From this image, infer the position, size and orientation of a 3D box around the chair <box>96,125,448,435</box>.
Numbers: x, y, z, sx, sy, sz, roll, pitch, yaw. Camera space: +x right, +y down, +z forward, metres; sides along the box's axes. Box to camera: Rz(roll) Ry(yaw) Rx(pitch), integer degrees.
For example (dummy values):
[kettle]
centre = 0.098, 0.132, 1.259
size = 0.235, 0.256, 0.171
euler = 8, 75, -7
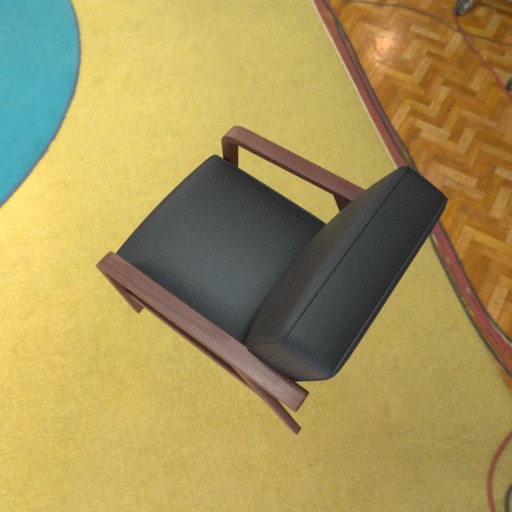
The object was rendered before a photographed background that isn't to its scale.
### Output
[chair]
centre = 0.000, 0.000, 1.515
size = 0.889, 0.861, 0.719
euler = 34, 69, 15
